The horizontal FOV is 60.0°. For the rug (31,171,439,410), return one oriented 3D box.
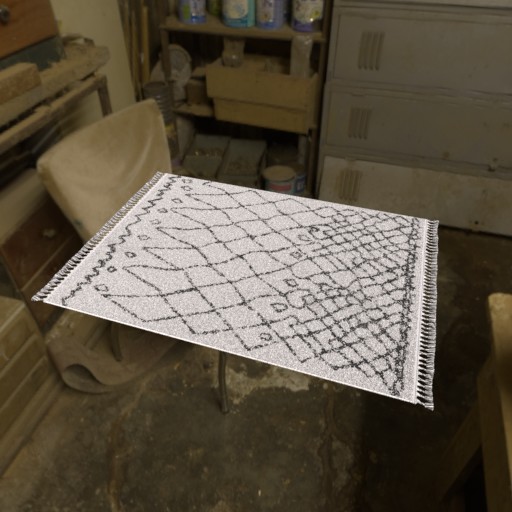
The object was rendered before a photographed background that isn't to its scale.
[{"bbox_3d":[0.000,0.000,2.969,2.312,0.017,1.613,12,42,14],"label":"rug"}]
